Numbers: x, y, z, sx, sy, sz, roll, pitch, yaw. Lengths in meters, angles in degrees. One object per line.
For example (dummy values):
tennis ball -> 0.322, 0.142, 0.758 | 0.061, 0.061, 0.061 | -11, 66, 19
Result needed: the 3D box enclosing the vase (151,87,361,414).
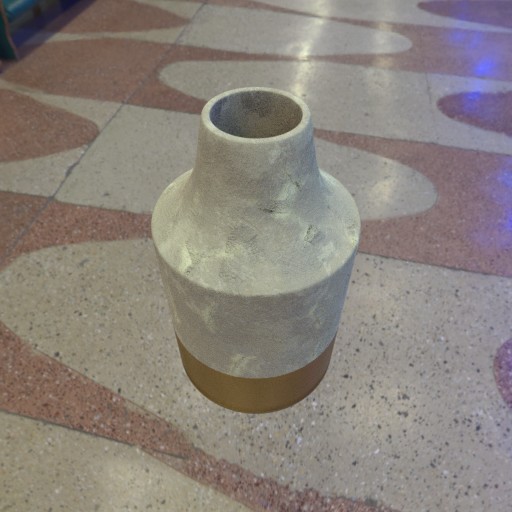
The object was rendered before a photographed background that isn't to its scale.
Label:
vase -> 0.000, 0.000, 0.430 | 0.184, 0.305, 0.184 | 0, 47, 0
